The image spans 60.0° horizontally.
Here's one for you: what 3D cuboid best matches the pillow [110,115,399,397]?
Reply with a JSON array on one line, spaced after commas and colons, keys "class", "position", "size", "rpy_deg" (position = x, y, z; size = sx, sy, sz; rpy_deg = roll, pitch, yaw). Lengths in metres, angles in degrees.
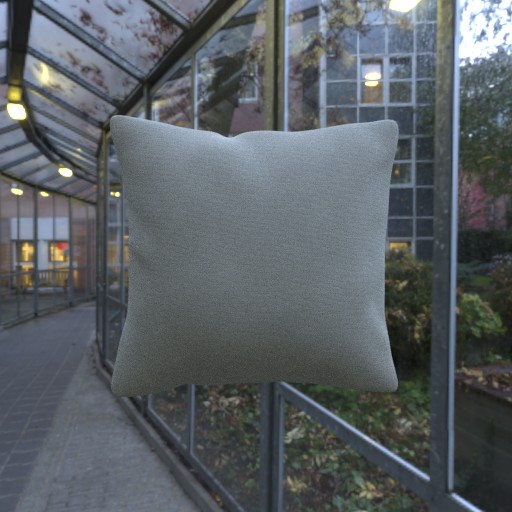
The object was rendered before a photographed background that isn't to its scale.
[{"class": "pillow", "position": [0.000, 0.000, 0.671], "size": [0.437, 0.420, 0.162], "rpy_deg": [0, 0, -3]}]
